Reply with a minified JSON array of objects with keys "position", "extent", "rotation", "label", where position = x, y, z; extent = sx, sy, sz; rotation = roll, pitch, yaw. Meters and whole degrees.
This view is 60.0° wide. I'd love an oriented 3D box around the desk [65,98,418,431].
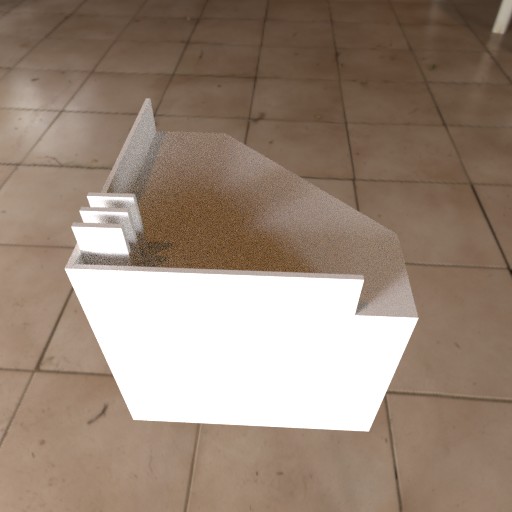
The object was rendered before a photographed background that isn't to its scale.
[{"position":[0.000,0.000,1.747],"extent":[0.940,0.986,0.940],"rotation":[2,46,2],"label":"desk"}]
